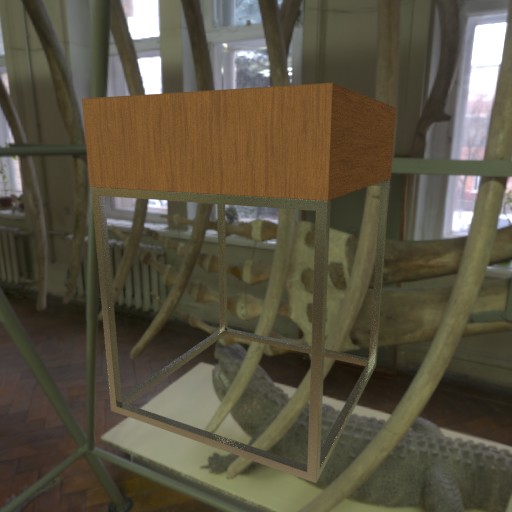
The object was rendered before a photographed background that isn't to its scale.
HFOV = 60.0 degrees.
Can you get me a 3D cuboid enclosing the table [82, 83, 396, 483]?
[{"bbox_3d":[0.000,0.000,0.828,0.398,0.540,0.397,7,16,26],"label":"table"}]
